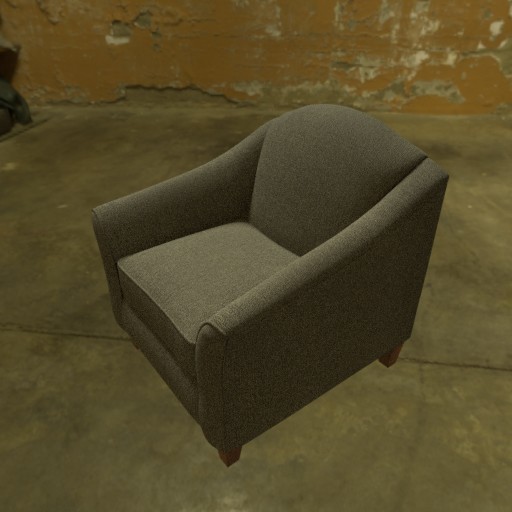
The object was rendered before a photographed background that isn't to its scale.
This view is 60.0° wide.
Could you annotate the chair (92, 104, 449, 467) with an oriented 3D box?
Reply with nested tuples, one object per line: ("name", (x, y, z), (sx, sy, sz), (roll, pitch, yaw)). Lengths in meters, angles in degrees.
("chair", (0.000, 0.000, 1.421), (0.787, 0.839, 0.763), (-22, 37, -31))
